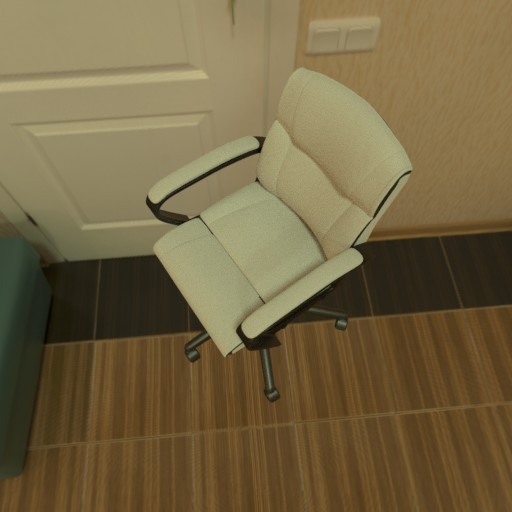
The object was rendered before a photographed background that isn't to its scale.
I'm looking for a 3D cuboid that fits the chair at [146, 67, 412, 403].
[{"bbox_3d":[0.000,0.000,1.499,0.717,1.004,0.739,-31,67,-15],"label":"chair"}]
